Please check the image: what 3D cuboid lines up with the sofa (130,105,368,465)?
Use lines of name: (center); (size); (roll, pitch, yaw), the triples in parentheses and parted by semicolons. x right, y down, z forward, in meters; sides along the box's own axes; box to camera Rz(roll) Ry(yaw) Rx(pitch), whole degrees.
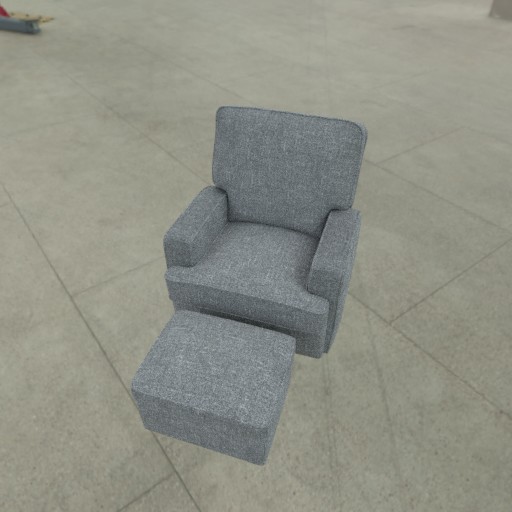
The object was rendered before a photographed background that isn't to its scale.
sofa: (0.000, 0.000, 2.045); (0.861, 0.959, 1.472); (12, 41, 13)
